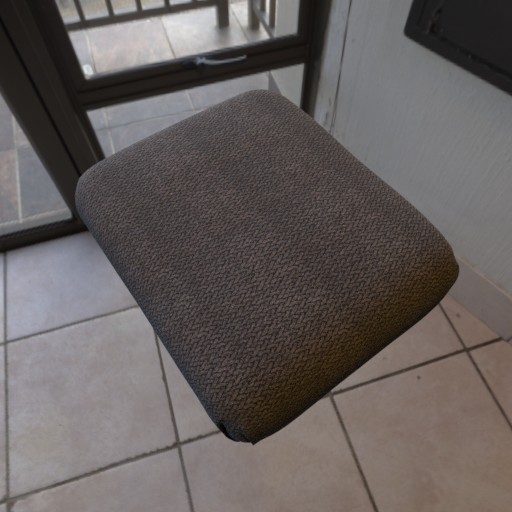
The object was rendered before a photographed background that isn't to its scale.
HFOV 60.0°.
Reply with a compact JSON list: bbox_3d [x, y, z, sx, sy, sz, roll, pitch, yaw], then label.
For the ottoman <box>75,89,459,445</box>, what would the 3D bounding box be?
[{"bbox_3d":[0.000,0.000,1.119,0.622,0.450,0.747,-32,64,-18],"label":"ottoman"}]
